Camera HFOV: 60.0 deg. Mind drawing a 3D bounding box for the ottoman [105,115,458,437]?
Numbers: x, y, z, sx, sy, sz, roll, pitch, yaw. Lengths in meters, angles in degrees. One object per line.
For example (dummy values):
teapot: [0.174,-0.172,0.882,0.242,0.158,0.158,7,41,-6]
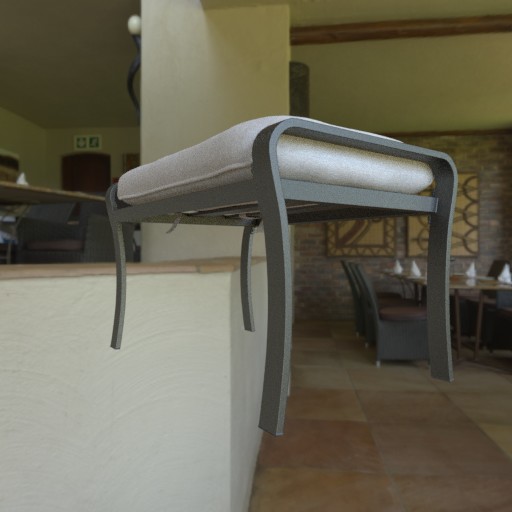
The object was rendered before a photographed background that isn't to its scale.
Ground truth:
ottoman: [0.000,0.000,0.881,0.406,0.422,0.610,0,1,-36]
